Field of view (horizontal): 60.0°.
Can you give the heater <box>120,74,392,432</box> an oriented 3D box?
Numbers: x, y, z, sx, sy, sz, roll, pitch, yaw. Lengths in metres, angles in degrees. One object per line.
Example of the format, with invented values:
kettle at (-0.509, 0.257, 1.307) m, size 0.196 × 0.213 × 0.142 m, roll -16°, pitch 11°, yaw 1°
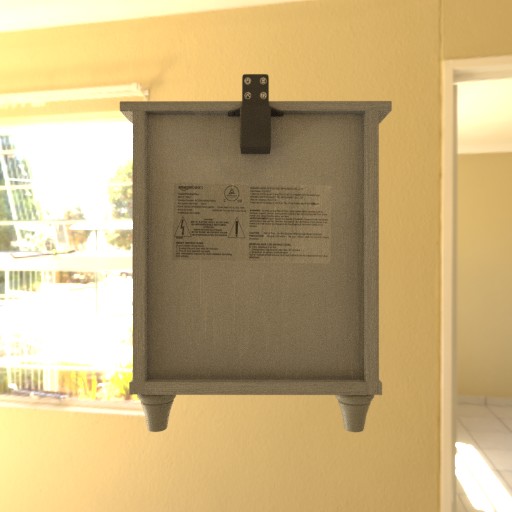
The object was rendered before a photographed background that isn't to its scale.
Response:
heater at (0.000, 0.000, 0.767) m, size 0.362 × 0.481 × 0.400 m, roll 0°, pitch 0°, yaw 0°
